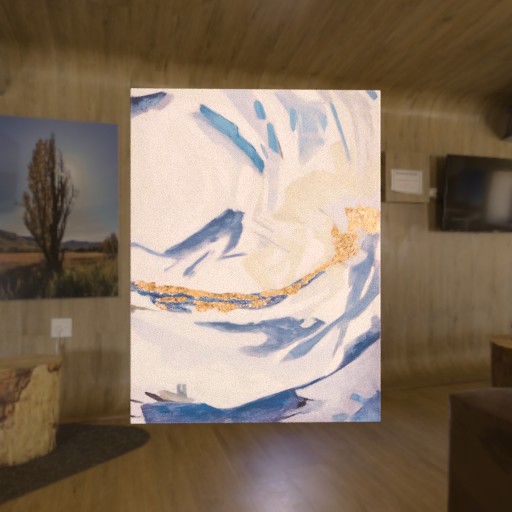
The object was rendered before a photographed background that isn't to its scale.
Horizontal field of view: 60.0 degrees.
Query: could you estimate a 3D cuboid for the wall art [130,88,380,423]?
[{"bbox_3d":[0.000,0.000,1.365,0.761,1.015,0.038,0,0,-1],"label":"wall art"}]
